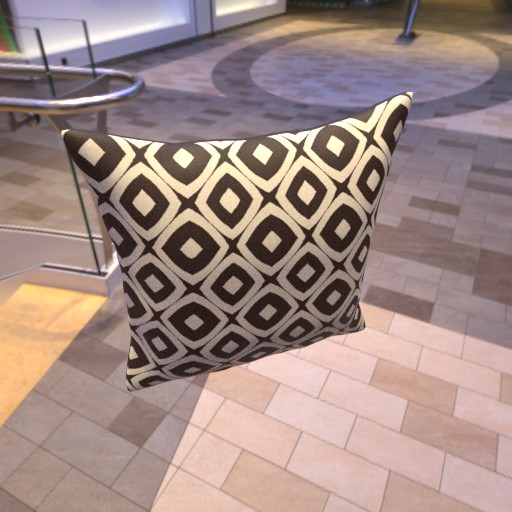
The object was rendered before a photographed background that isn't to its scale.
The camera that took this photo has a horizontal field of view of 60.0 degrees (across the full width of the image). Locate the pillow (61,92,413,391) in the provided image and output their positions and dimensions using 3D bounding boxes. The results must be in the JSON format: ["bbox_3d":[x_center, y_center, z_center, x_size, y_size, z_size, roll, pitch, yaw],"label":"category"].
[{"bbox_3d":[0.000,0.000,0.747,0.504,0.494,0.188,-11,37,-16],"label":"pillow"}]
